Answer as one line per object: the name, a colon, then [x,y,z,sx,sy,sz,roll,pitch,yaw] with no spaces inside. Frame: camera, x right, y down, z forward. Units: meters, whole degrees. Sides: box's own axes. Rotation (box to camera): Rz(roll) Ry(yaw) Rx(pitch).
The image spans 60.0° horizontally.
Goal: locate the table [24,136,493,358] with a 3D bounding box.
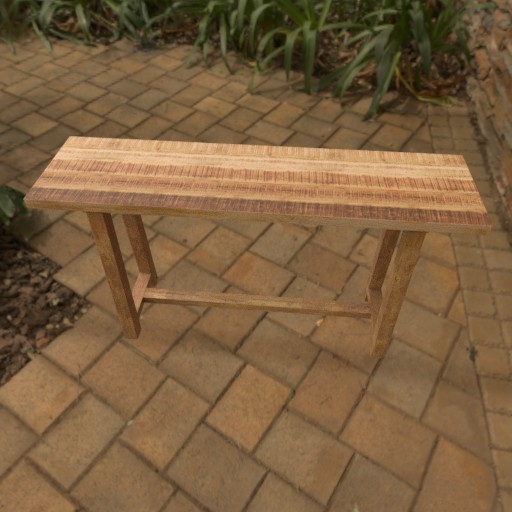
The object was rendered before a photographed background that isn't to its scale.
table: [0.000,0.000,1.862,1.524,0.810,0.405,4,45,4]
